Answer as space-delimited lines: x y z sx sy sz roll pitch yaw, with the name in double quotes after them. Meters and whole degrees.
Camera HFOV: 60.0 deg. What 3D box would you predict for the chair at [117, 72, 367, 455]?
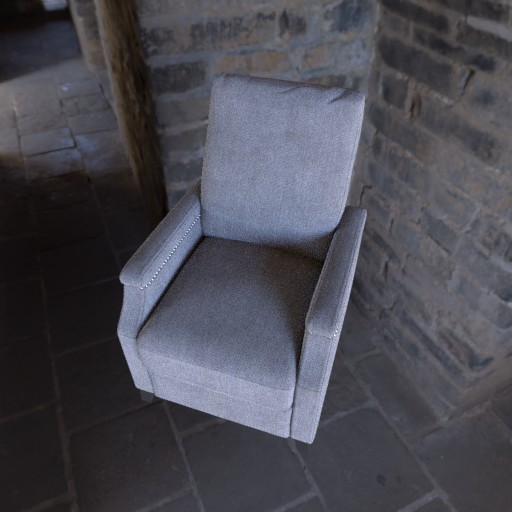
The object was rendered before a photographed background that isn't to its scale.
0.000 0.000 1.638 0.710 1.049 0.922 13 44 14 "chair"
